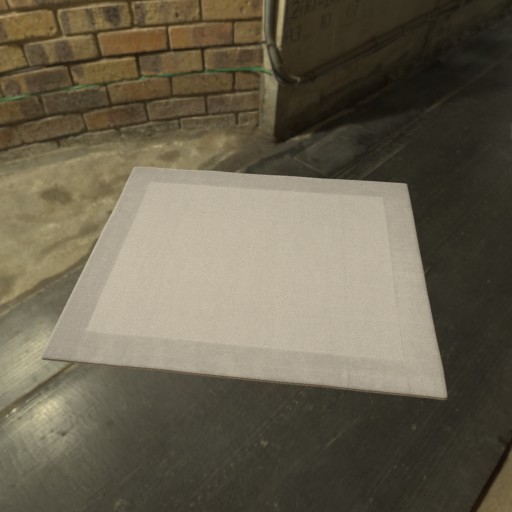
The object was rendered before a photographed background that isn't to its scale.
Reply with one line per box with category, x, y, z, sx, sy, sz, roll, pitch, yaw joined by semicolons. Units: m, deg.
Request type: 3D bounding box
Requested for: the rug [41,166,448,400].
rug;0.000;0.000;3.999;2.976;0.018;2.430;4;47;4
